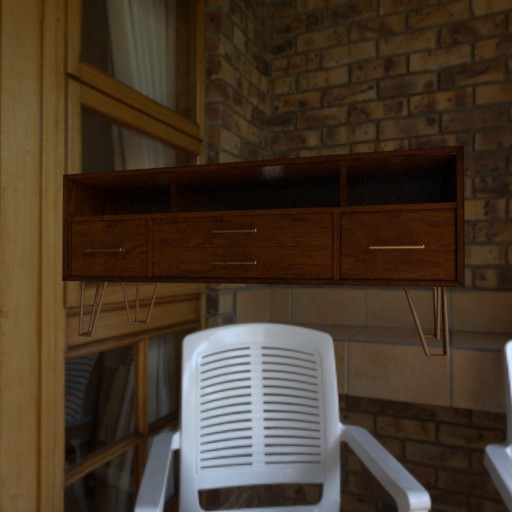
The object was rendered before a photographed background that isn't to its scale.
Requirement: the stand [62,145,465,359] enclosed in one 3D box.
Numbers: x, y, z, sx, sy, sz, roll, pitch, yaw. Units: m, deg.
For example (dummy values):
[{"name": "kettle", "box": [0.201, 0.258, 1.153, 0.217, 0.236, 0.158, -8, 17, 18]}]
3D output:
[{"name": "stand", "box": [0.000, 0.000, 1.665, 1.372, 0.610, 0.481, 0, -1, 18]}]
